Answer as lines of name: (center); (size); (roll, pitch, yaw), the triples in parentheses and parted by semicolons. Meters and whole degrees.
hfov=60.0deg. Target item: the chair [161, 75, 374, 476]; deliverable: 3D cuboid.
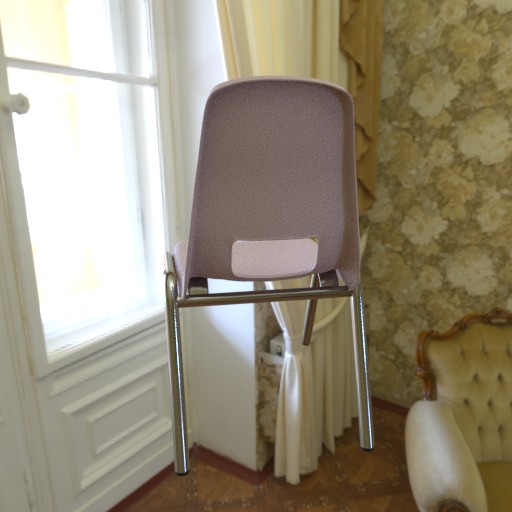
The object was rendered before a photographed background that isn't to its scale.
chair: (0.000, 0.000, 0.834); (0.354, 0.586, 0.423); (-3, 15, -10)
